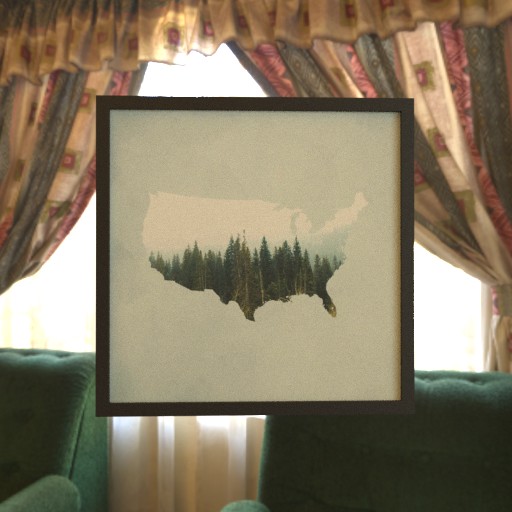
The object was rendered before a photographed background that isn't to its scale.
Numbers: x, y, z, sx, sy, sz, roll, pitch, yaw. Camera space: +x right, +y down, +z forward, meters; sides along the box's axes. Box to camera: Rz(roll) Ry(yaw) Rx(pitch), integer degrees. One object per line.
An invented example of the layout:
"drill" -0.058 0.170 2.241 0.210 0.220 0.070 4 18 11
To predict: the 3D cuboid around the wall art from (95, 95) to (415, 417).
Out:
"wall art" 0.000 0.000 0.442 0.304 0.304 0.038 0 0 -1
